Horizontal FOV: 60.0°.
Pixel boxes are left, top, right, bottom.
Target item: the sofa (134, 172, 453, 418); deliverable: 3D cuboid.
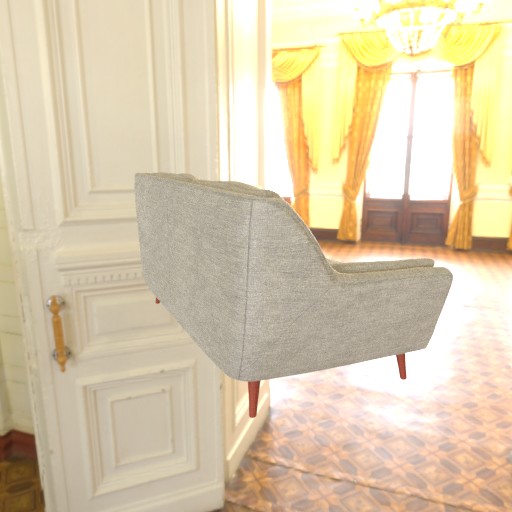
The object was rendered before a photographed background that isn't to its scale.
[{"bbox_3d":[0.000,0.000,2.462,0.976,0.897,1.930,-7,15,-26],"label":"sofa"}]
